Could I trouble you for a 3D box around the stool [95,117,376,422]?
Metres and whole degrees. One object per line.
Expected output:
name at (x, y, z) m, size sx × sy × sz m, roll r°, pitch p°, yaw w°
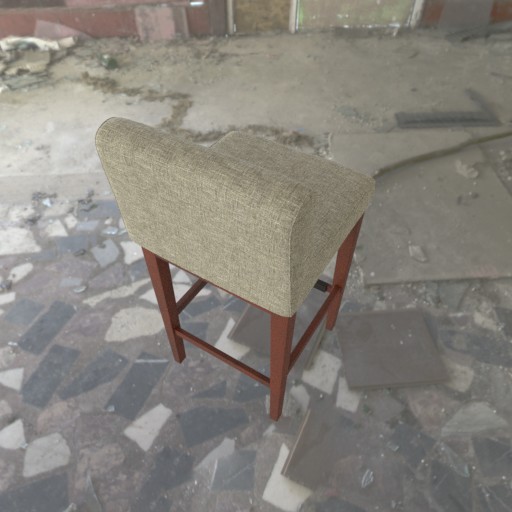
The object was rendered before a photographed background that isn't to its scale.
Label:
stool at (0.000, 0.000, 1.133) m, size 0.417 × 0.835 × 0.459 m, roll 24°, pitch 51°, yaw 21°
